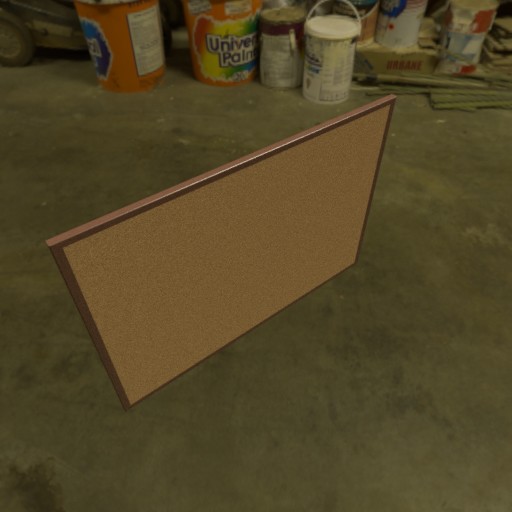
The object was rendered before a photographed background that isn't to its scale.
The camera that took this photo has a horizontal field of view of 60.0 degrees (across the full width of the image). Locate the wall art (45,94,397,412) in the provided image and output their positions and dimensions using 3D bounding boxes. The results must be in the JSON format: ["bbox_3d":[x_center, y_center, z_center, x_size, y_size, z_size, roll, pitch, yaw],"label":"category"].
[{"bbox_3d":[0.000,0.000,0.856,0.660,0.455,0.014,-29,52,-25],"label":"wall art"}]
